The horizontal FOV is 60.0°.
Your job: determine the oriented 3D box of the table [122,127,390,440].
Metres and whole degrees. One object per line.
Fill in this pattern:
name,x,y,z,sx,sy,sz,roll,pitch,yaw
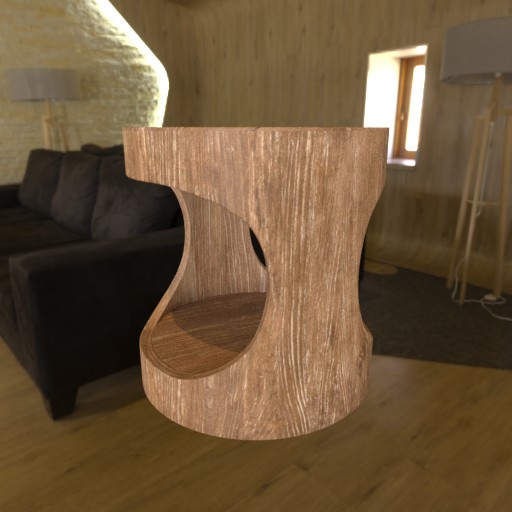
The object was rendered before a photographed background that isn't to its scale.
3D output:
table,0.000,0.000,0.986,0.527,0.551,0.527,0,16,0
